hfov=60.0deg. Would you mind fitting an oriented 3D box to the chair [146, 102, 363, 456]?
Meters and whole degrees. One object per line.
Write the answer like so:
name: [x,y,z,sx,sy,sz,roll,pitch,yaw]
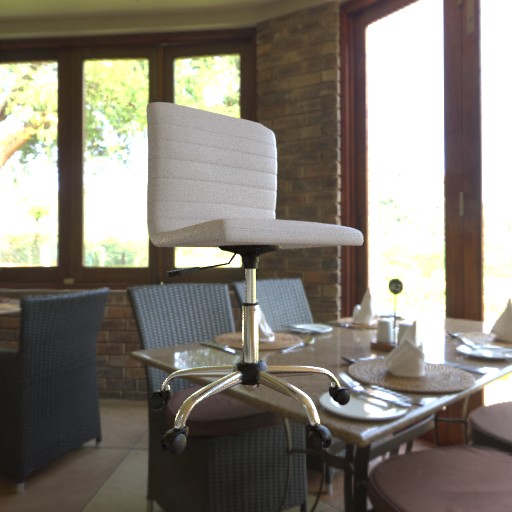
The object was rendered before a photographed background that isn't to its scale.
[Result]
chair: [0.000,0.000,1.026,0.520,0.750,0.455,0,0,-36]
